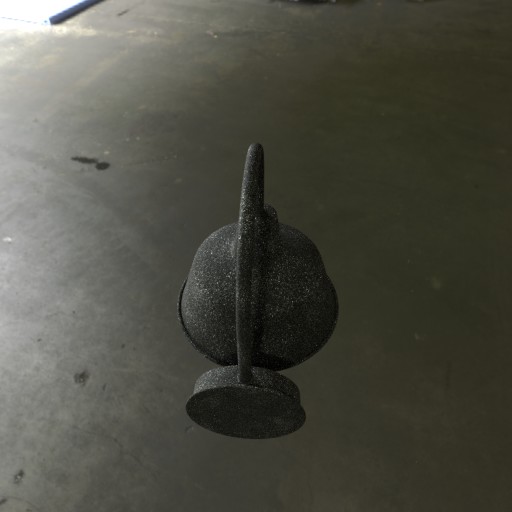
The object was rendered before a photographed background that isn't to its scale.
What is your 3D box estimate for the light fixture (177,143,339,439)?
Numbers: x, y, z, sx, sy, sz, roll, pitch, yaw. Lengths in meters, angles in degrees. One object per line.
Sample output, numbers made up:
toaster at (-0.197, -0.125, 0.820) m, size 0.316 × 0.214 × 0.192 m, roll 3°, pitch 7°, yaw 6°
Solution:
light fixture at (0.000, 0.000, 0.485) m, size 0.216 × 0.300 × 0.283 m, roll 3°, pitch 47°, yaw 3°
